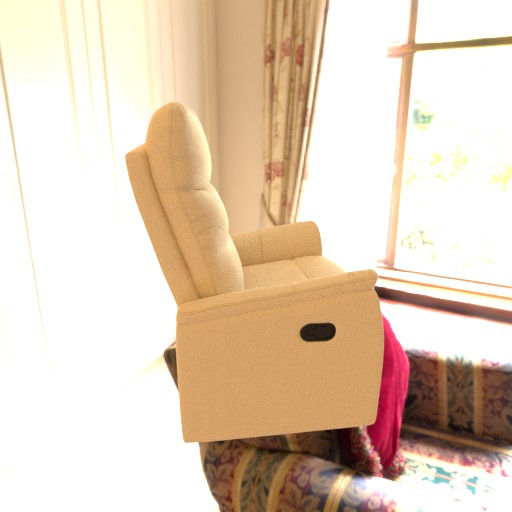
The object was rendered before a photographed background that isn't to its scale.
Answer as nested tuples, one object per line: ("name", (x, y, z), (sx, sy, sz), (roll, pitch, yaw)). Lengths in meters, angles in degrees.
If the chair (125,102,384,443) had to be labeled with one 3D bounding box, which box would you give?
("chair", (0.000, 0.000, 1.674), (0.831, 1.082, 0.775), (-3, 17, -8))
